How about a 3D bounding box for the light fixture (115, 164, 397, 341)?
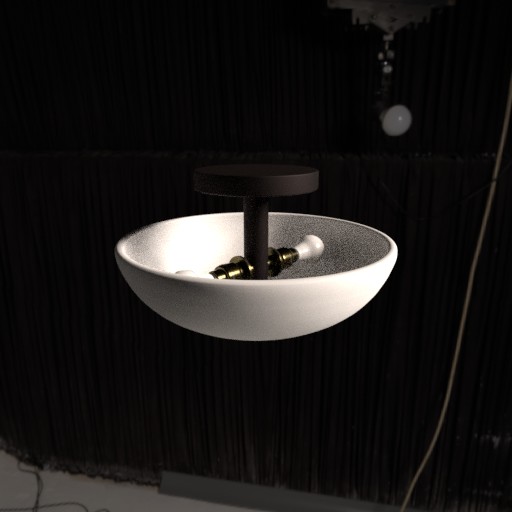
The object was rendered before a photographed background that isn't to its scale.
[{"bbox_3d":[0.000,0.000,0.548,0.331,0.212,0.331,0,16,0],"label":"light fixture"}]
